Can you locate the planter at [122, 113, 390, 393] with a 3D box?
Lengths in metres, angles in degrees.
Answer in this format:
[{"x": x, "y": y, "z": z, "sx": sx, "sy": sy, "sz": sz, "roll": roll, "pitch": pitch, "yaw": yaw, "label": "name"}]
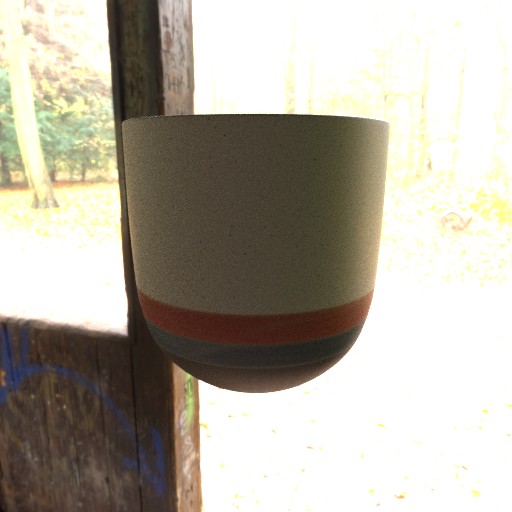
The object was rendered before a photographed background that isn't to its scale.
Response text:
[{"x": 0.000, "y": 0.000, "z": 0.375, "sx": 0.204, "sy": 0.214, "sz": 0.204, "roll": 0, "pitch": 13, "yaw": 0, "label": "planter"}]
